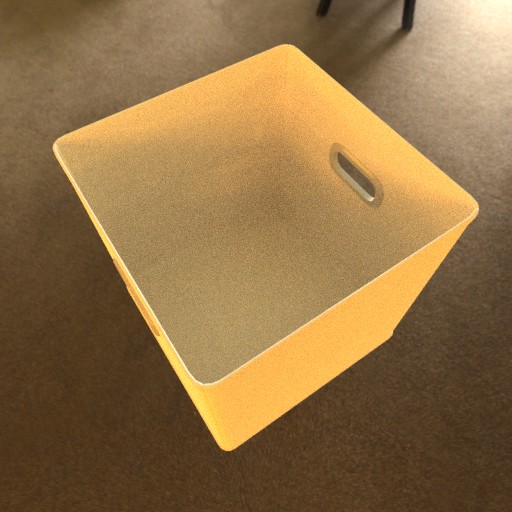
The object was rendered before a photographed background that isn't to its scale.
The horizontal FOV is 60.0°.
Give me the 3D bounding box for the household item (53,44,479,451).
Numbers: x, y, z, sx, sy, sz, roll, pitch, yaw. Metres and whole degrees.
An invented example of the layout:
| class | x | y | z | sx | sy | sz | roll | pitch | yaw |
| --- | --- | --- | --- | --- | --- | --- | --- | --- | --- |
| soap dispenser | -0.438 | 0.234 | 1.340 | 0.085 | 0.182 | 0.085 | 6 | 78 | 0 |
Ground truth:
| class | x | y | z | sx | sy | sz | roll | pitch | yaw |
| --- | --- | --- | --- | --- | --- | --- | --- | --- | --- |
| household item | 0.000 | 0.000 | 0.553 | 0.305 | 0.305 | 0.305 | -30 | 63 | -17 |
